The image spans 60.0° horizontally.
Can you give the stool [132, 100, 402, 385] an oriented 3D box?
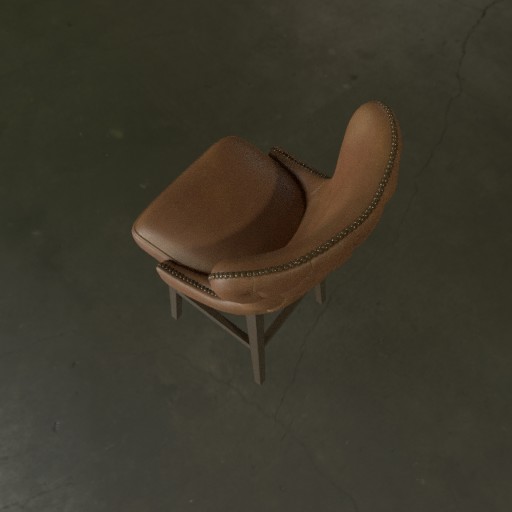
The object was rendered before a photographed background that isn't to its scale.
[{"bbox_3d":[0.000,0.000,1.426,0.606,1.087,0.591,35,68,16],"label":"stool"}]
